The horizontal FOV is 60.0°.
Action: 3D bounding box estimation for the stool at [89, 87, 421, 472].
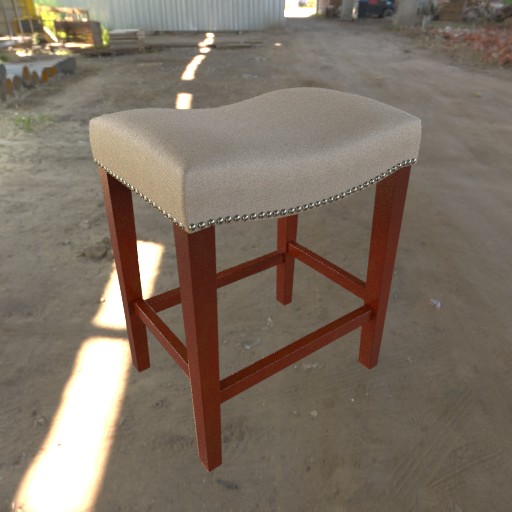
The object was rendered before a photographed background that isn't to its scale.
[{"bbox_3d":[0.000,0.000,0.955,0.509,0.632,0.375,-20,36,-31],"label":"stool"}]
